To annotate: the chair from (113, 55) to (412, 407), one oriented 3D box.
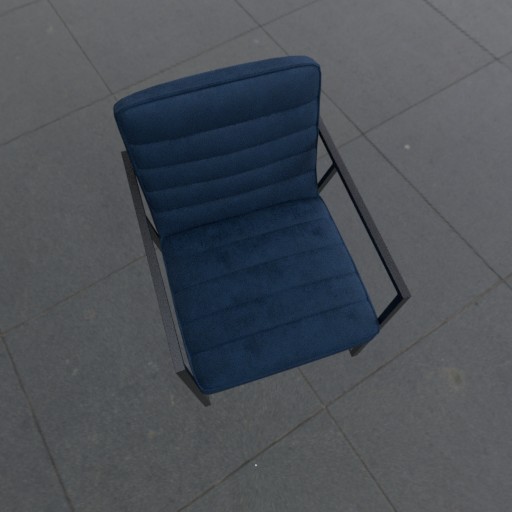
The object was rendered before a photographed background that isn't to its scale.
[{"bbox_3d":[0.000,0.000,1.310,0.571,0.833,0.677,-16,66,-8],"label":"chair"}]
